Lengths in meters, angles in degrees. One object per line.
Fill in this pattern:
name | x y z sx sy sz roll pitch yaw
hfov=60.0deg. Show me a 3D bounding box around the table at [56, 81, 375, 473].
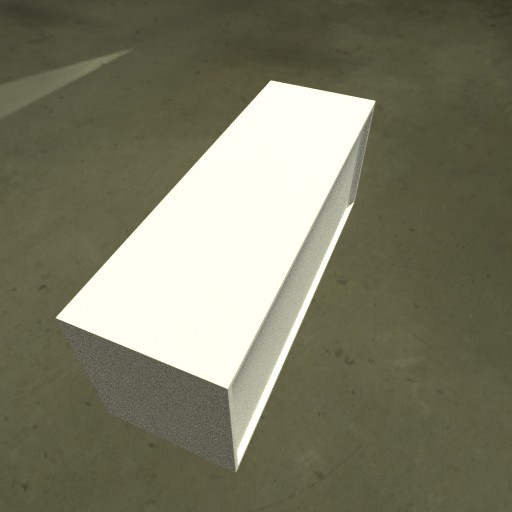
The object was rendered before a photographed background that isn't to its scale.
table | 0.000 0.000 1.850 0.508 0.769 1.500 17 49 16
